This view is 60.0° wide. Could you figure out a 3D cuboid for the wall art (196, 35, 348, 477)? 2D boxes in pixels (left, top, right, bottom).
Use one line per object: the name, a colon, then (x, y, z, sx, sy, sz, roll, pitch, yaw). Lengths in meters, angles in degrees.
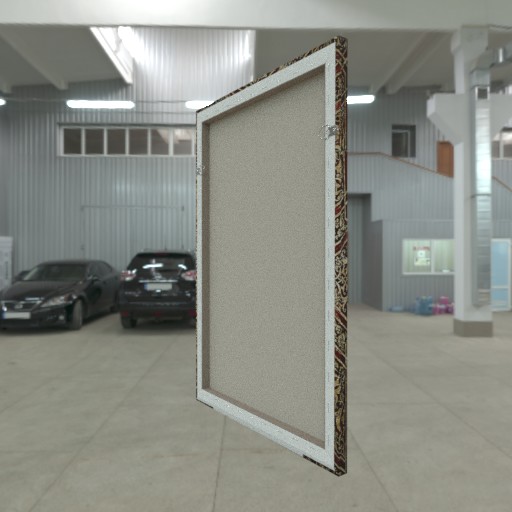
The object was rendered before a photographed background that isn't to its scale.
wall art: (0.000, 0.000, 1.155, 0.030, 0.904, 0.599, 0, 0, -37)
